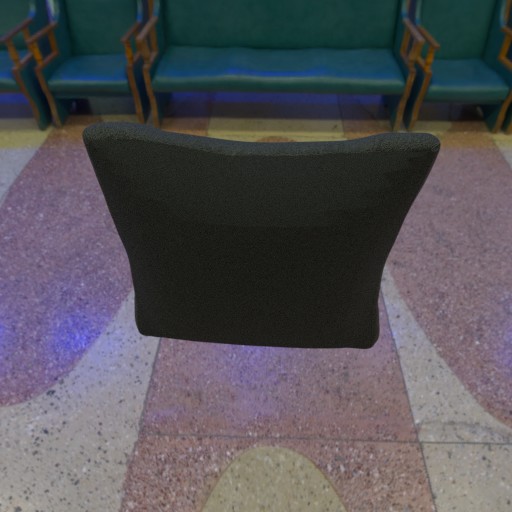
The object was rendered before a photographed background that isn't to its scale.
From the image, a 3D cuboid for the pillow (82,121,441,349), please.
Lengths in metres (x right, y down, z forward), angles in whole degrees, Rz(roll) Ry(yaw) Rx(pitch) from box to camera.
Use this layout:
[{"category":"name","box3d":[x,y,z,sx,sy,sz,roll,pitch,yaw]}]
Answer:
[{"category":"pillow","box3d":[0.000,0.000,0.815,0.533,0.523,0.210,2,45,2]}]
